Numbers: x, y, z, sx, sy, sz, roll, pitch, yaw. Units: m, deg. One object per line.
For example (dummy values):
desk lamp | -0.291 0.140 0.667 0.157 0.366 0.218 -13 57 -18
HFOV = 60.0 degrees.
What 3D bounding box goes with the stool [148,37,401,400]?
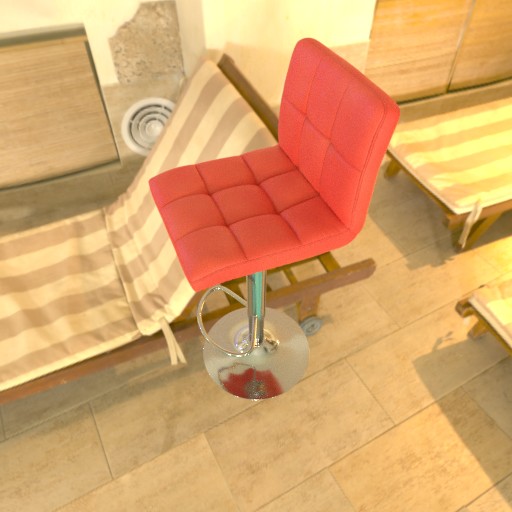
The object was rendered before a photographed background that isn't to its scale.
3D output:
stool | 0.000 0.000 1.371 0.505 1.115 0.430 -17 49 -15
